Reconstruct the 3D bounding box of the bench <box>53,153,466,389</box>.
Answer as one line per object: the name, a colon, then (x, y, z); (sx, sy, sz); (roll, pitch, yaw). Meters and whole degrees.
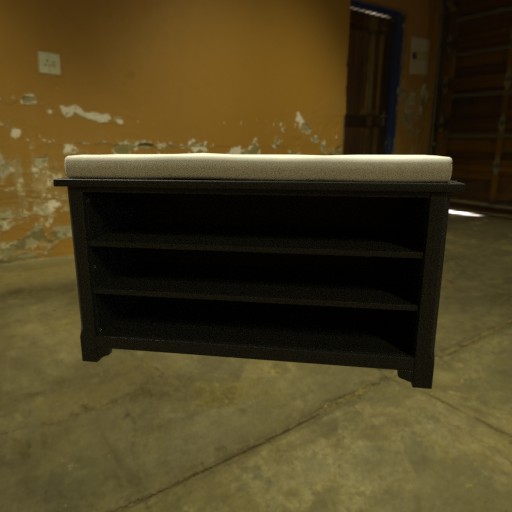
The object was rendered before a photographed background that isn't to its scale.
bench: (0.000, 0.000, 1.249); (0.973, 0.561, 0.345); (2, 14, 9)
